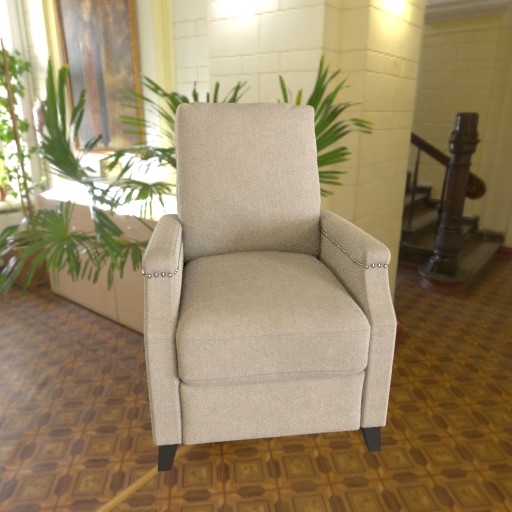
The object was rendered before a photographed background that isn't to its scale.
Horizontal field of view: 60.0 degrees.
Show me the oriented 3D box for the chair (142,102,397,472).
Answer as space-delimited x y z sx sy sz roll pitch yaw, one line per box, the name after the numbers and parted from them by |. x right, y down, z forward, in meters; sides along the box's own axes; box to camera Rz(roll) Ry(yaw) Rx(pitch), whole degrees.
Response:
0.000 0.000 1.578 0.710 1.049 0.922 -2 18 -7 | chair
